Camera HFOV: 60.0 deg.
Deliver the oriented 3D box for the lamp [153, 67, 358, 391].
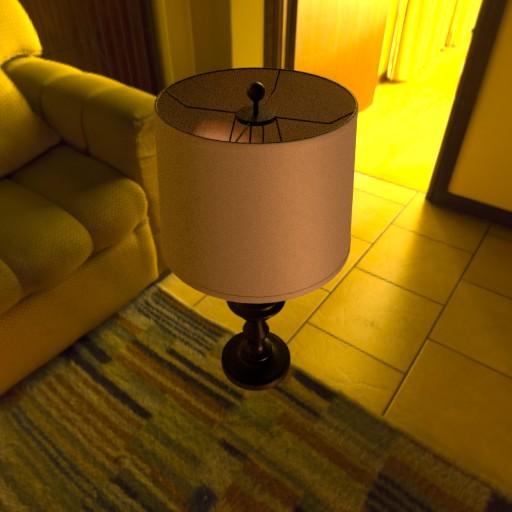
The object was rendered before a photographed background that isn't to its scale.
[{"bbox_3d":[0.000,0.000,0.945,0.383,0.726,0.383,0,40,0],"label":"lamp"}]
